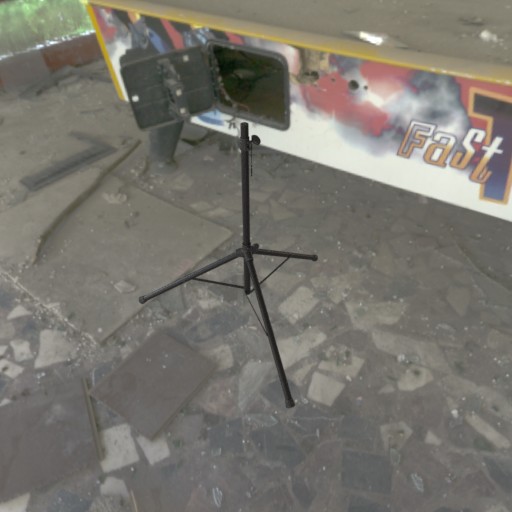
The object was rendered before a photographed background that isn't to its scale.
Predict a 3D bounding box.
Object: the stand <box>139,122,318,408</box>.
[{"bbox_3d":[0.000,0.000,2.849,1.596,1.595,1.339,-13,43,-14],"label":"stand"}]
